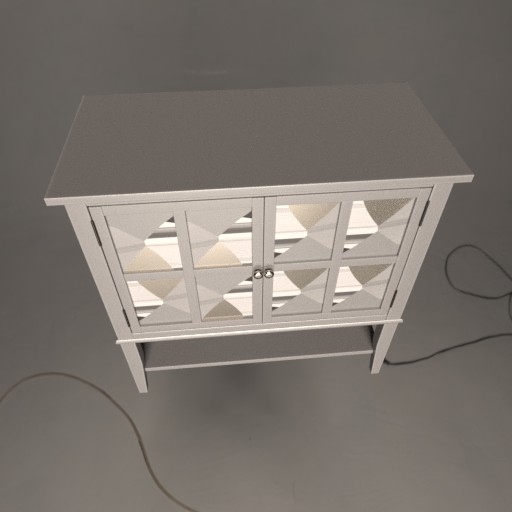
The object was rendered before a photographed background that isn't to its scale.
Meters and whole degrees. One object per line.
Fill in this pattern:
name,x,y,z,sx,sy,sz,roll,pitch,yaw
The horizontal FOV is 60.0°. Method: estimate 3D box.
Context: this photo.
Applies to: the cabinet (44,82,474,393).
cabinet,0.000,0.000,1.237,0.801,0.780,0.396,-4,46,-4
